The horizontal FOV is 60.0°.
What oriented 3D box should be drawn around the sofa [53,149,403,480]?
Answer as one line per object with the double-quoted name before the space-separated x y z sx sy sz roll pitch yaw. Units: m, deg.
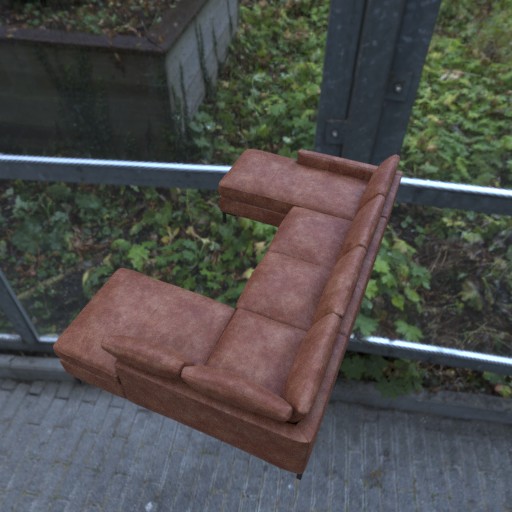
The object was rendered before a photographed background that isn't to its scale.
"sofa" 0.000 0.000 3.876 1.939 0.900 2.956 17 49 16
